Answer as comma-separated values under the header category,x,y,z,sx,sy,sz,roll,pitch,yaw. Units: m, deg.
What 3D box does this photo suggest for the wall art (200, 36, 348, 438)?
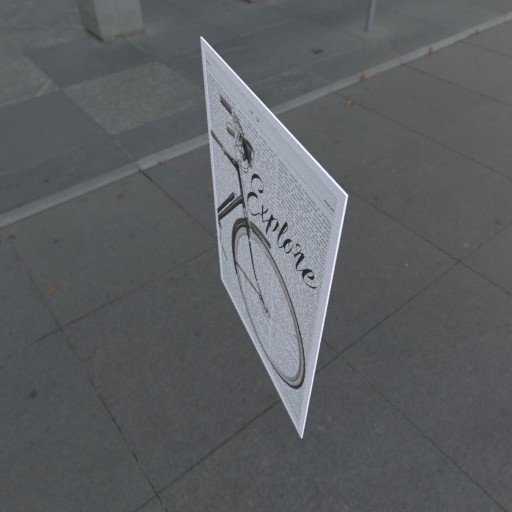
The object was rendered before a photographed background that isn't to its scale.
category,x,y,z,sx,sy,sz,roll,pitch,yaw
wall art,0.000,0.000,0.807,0.003,0.610,0.457,-17,49,-16
